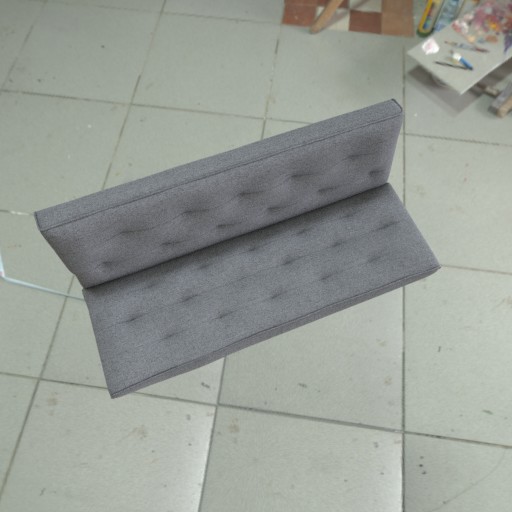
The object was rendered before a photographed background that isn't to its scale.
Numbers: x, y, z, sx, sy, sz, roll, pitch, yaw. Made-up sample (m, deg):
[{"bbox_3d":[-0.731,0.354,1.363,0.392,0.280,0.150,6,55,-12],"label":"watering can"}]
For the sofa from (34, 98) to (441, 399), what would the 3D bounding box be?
[{"bbox_3d":[0.000,0.000,2.298,1.820,0.830,0.810,-20,67,-9],"label":"sofa"}]
